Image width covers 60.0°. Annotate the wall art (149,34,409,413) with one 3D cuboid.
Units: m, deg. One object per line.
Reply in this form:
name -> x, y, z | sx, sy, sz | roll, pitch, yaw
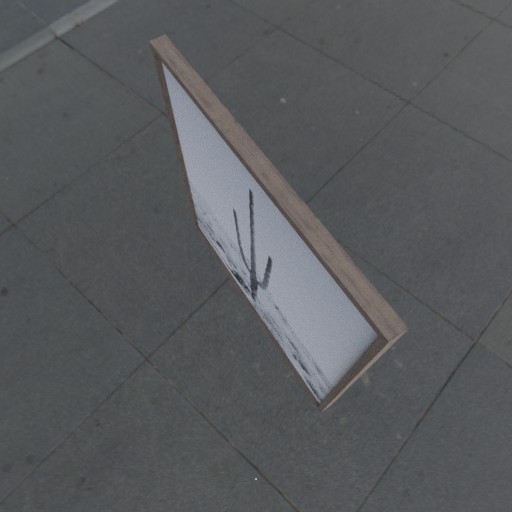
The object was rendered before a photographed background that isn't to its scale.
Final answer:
wall art -> 0.000, 0.000, 1.125 | 0.038, 0.762, 0.762 | -30, 67, -14
